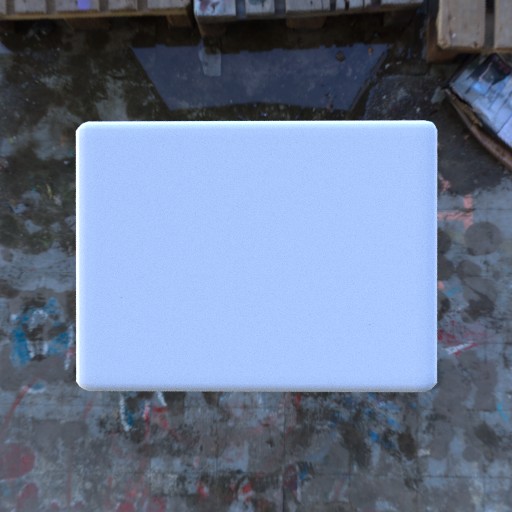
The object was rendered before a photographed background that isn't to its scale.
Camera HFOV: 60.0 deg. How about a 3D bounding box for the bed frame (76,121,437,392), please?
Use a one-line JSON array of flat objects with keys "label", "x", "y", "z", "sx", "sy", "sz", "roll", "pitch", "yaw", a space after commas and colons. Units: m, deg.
[{"label": "bed frame", "x": 0.000, "y": 0.000, "z": 2.804, "sx": 2.037, "sy": 0.677, "sz": 1.528, "roll": 0, "pitch": 90, "yaw": 1}]
